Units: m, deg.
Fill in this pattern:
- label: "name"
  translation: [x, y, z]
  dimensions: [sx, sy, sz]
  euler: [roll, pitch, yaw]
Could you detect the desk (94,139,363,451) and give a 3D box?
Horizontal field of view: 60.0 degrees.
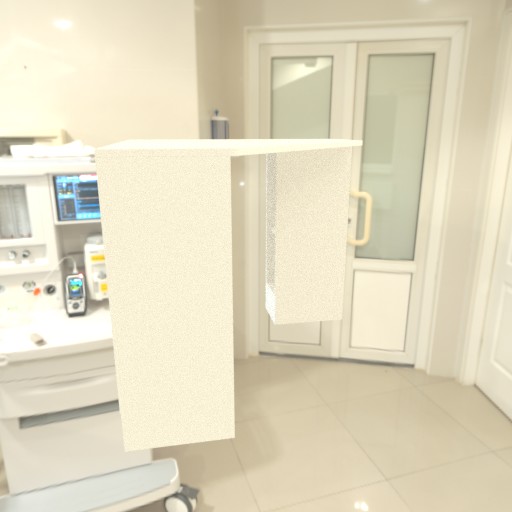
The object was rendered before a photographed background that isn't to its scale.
- label: "desk"
  translation: [0.000, 0.000, 1.645]
  dimensions: [0.926, 0.818, 0.940]
  euler: [-3, 16, -10]
